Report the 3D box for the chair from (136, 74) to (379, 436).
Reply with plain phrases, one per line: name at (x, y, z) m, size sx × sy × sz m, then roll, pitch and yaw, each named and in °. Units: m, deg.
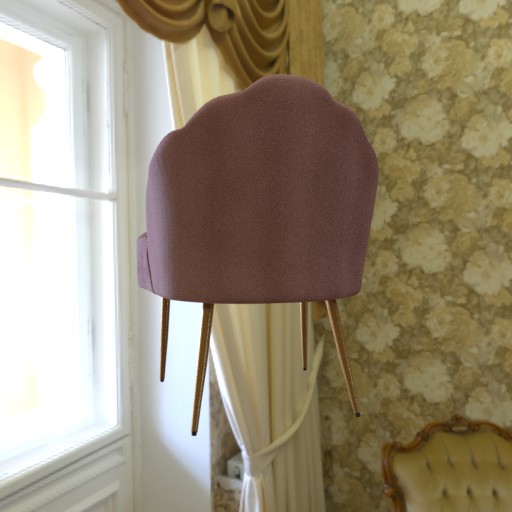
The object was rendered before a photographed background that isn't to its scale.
chair at (0.000, 0.000, 1.274) m, size 0.657 × 0.819 × 0.599 m, roll 0°, pitch 1°, yaw -16°
